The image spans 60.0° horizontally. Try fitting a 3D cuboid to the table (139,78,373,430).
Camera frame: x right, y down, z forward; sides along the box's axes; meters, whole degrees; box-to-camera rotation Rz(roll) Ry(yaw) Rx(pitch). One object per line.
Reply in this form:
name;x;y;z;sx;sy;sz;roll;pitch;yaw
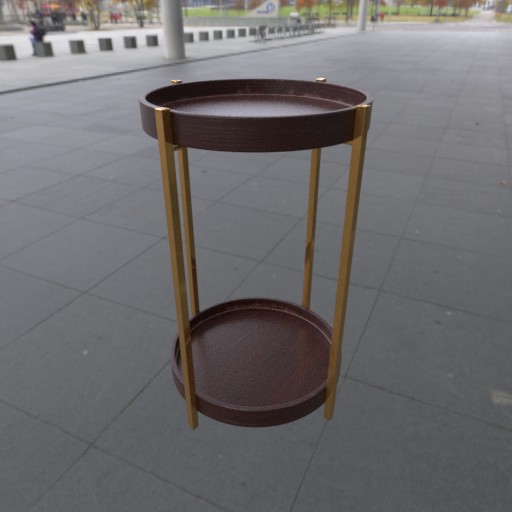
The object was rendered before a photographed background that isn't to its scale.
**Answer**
table;0.000;0.000;0.863;0.400;0.610;0.400;22;36;34
